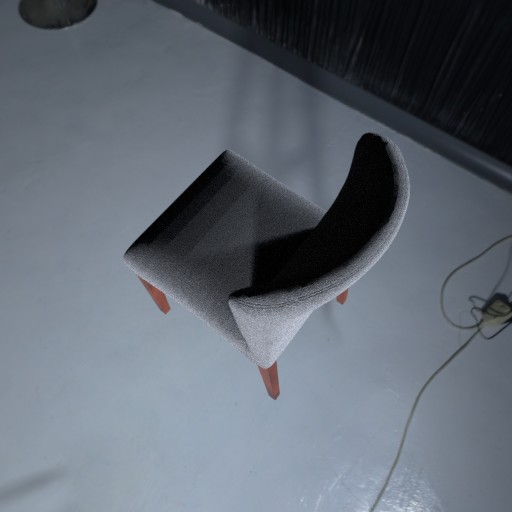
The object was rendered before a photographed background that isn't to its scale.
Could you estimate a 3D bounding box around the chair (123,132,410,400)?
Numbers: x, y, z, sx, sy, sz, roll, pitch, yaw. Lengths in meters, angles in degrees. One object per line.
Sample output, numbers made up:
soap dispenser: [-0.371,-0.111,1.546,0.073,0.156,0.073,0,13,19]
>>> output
chair: [0.000,0.000,1.222,0.589,0.839,0.491,34,69,15]
